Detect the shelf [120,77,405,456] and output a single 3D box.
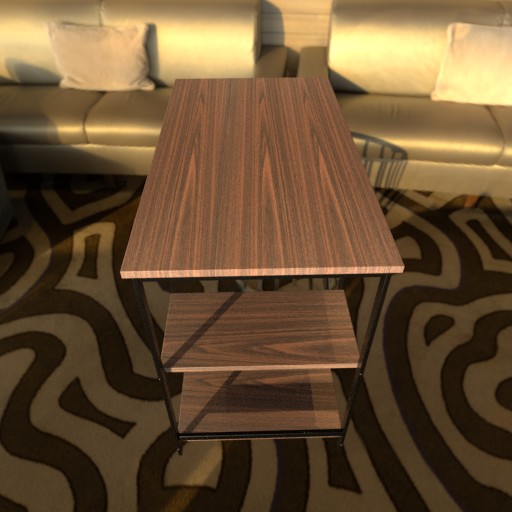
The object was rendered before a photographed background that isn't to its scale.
[{"bbox_3d":[0.000,0.000,1.360,0.498,0.750,0.902,-1,42,-1],"label":"shelf"}]
